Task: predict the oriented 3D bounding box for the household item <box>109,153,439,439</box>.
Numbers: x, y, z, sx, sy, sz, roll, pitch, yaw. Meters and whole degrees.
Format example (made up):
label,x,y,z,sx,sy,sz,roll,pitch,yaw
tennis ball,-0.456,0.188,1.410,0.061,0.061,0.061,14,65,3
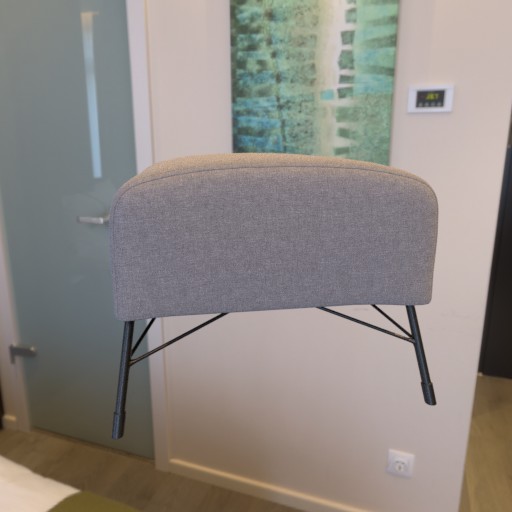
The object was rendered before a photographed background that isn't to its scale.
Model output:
label,x,y,z,sx,sy,sz,roll,pitch,yaw
household item,0.000,0.000,0.904,0.530,0.410,0.530,-2,14,-10
